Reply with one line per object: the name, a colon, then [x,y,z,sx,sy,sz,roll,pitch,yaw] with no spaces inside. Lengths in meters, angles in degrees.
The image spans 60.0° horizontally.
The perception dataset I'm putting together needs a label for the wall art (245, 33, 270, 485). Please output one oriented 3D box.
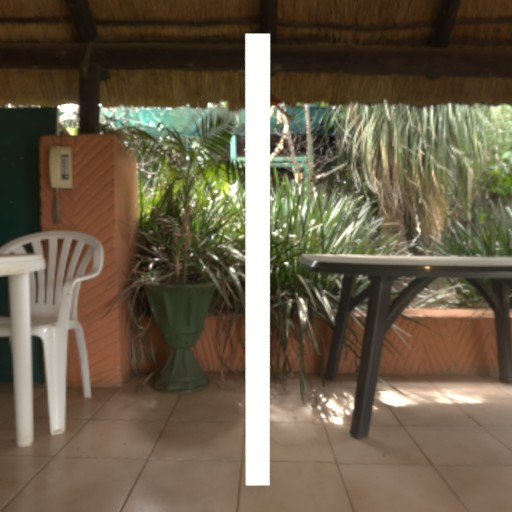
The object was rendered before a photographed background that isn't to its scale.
wall art: [0.000,0.000,1.133,0.041,0.765,0.768,0,2,0]
